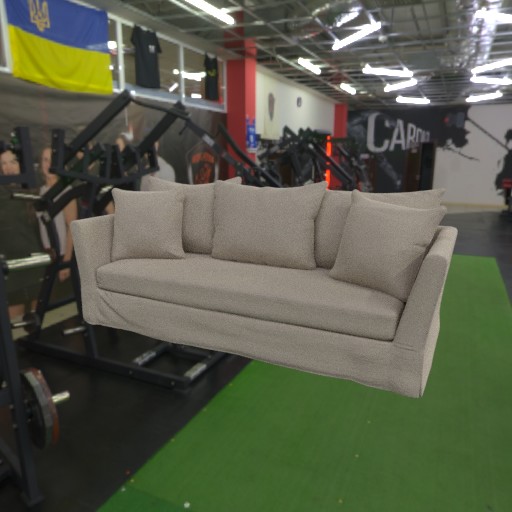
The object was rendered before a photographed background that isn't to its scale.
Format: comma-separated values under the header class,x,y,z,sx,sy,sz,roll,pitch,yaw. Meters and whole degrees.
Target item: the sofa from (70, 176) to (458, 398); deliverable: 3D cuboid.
class,x,y,z,sx,sy,sz,roll,pitch,yaw
sofa,0.000,0.000,3.092,2.499,1.047,1.046,7,15,26
